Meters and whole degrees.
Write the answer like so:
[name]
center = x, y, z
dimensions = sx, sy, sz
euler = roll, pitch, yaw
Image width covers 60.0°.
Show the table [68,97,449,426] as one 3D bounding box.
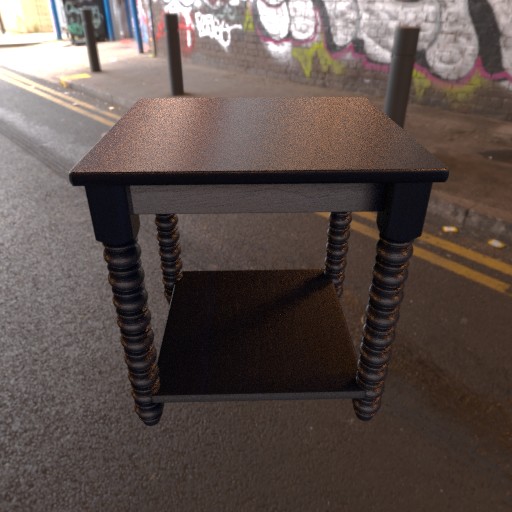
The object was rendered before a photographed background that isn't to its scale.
[table]
center = 0.000, 0.000, 0.968
dimensions = 0.533, 0.567, 0.500
euler = -1, 31, -1
